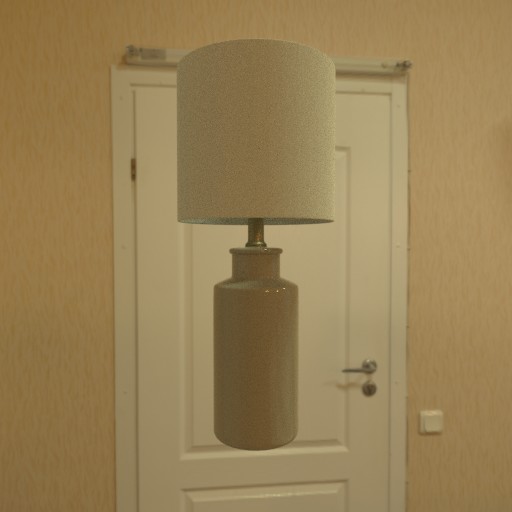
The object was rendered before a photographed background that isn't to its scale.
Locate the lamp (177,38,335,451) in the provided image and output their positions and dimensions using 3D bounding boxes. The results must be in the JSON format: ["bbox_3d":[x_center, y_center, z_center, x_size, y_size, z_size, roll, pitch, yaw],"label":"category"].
[{"bbox_3d":[0.000,0.000,0.608,0.212,0.493,0.212,-1,2,-35],"label":"lamp"}]
